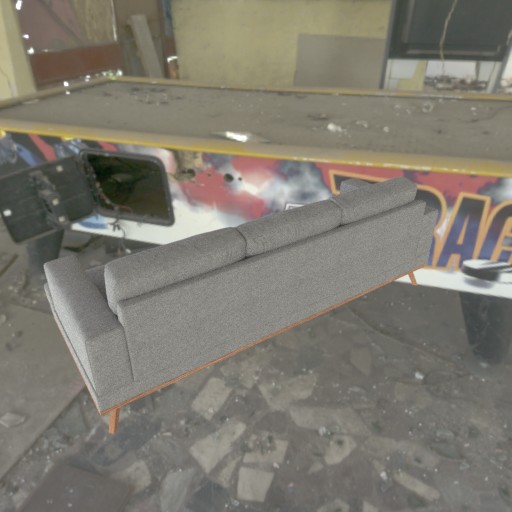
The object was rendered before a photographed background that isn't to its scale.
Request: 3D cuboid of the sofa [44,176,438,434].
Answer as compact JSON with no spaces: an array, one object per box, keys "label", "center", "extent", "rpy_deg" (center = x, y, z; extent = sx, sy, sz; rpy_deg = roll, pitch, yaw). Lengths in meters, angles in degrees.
[{"label":"sofa","center":[0.000,0.000,2.742],"extent":[2.310,0.810,0.920],"rpy_deg":[-19,35,-30]}]
